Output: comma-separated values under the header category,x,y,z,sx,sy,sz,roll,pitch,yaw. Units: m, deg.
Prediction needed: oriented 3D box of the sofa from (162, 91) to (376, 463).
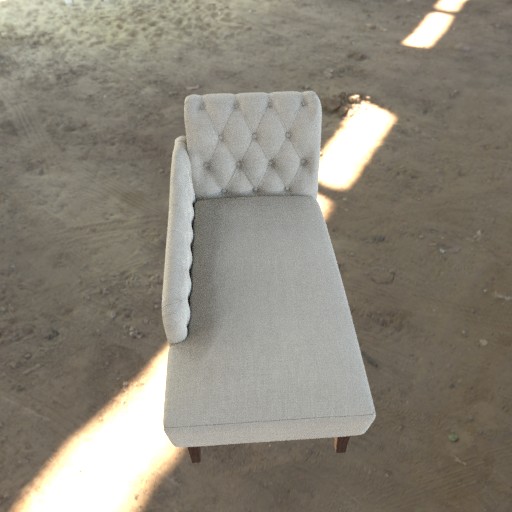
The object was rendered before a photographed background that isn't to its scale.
category,x,y,z,sx,sy,sz,roll,pitch,yaw
sofa,0.000,0.000,1.813,0.675,0.787,1.379,-3,47,-3
